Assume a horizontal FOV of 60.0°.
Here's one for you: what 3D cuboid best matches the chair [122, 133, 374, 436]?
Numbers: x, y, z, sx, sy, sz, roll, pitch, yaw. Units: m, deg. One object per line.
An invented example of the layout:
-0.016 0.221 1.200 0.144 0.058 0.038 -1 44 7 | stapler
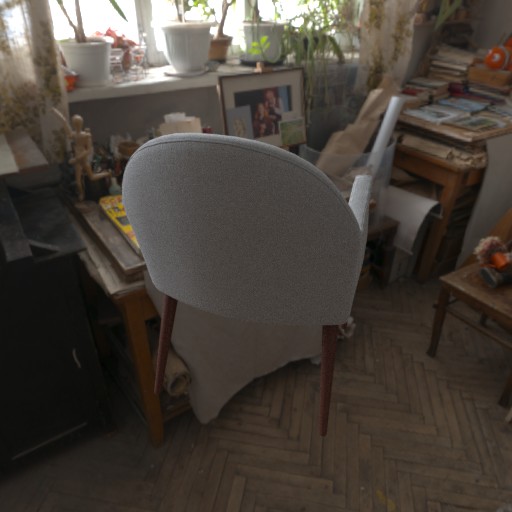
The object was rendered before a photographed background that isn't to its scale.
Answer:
0.000 0.000 1.305 0.610 0.889 0.620 9 33 14 | chair
